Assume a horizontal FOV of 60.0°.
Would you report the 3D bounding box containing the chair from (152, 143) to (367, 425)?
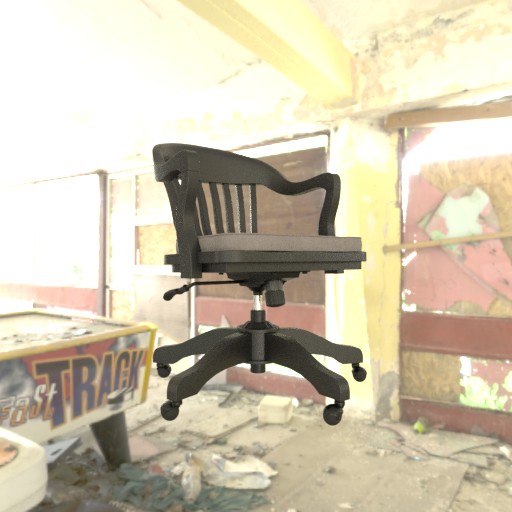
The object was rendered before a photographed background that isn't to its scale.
[{"bbox_3d":[0.000,0.000,1.462,0.750,0.878,0.788,0,0,-36],"label":"chair"}]
